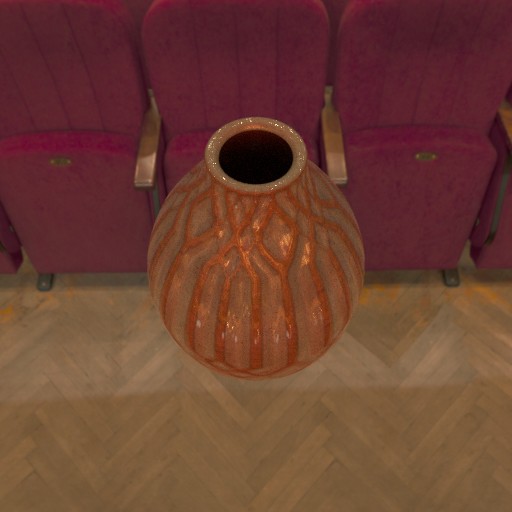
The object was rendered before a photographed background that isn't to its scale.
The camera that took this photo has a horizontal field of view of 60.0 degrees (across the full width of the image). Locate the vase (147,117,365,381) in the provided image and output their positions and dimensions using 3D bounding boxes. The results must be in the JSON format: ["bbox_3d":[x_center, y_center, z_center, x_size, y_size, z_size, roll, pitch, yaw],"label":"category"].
[{"bbox_3d":[0.000,0.000,0.264,0.131,0.175,0.131,0,59,0],"label":"vase"}]
